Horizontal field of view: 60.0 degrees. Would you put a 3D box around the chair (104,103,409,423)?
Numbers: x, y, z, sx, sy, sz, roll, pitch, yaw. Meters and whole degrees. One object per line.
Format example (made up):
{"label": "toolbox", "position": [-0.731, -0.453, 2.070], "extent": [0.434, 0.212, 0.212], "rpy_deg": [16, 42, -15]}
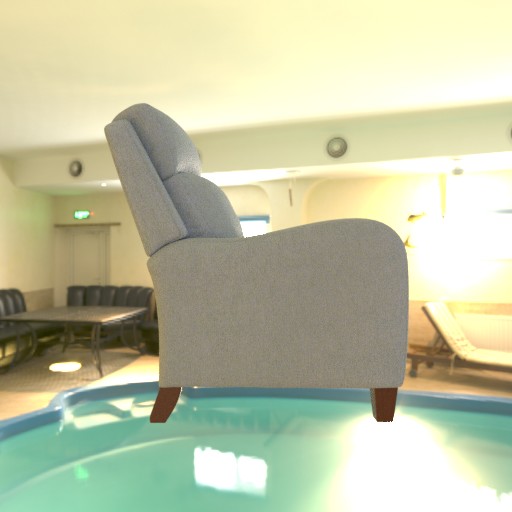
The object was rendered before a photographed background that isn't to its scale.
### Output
{"label": "chair", "position": [0.000, 0.000, 1.773], "extent": [0.988, 1.067, 0.785], "rpy_deg": [0, 0, 1]}
